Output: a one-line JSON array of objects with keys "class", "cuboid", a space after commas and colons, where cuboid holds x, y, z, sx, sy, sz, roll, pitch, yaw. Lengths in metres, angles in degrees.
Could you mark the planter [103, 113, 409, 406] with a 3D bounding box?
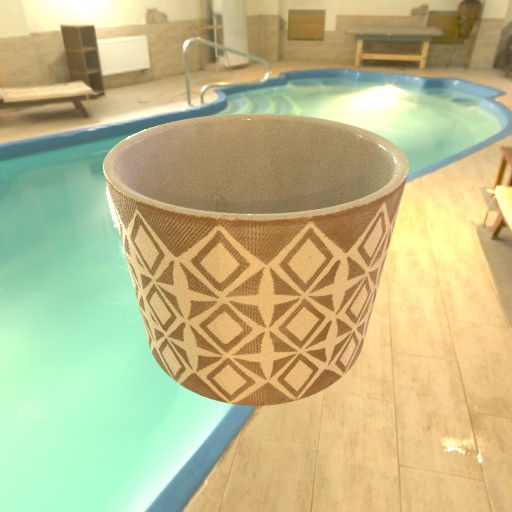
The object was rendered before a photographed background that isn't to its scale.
[{"class": "planter", "cuboid": [0.000, 0.000, 0.450, 0.260, 0.220, 0.260, 0, 32, 0]}]
